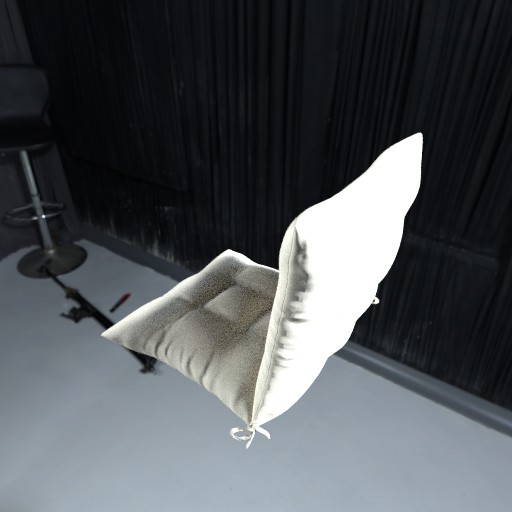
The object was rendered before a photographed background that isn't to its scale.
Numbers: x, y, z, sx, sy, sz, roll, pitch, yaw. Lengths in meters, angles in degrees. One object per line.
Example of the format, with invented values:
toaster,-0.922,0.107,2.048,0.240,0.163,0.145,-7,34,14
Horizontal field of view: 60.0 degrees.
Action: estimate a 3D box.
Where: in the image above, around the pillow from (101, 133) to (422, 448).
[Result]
pillow,0.000,0.000,1.011,0.585,0.536,0.541,21,38,29
